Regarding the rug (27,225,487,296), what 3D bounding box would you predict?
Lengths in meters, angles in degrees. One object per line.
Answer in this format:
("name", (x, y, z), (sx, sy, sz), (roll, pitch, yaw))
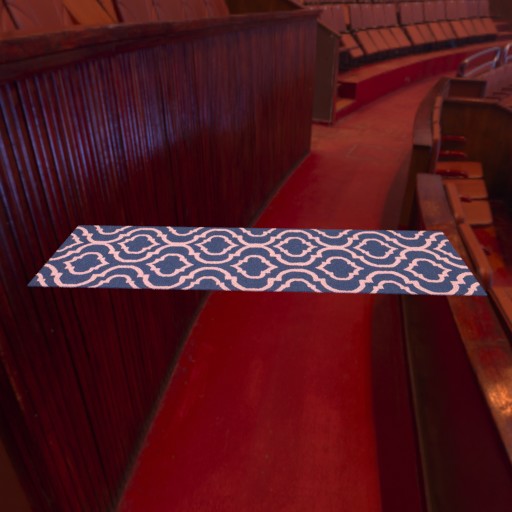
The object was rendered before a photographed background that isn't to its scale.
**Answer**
("rug", (0.000, 0.000, 2.508), (2.296, 0.006, 0.685), (1, 30, 2))
